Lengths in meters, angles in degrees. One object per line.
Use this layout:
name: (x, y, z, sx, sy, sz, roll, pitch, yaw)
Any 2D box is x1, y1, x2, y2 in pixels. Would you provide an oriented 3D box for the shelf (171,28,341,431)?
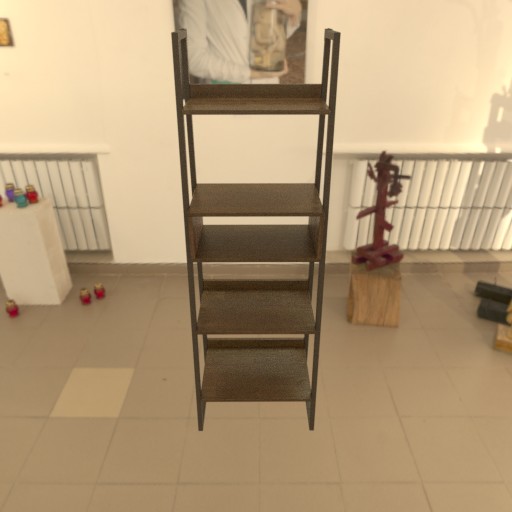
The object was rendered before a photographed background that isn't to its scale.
shelf: (0.000, 0.000, 2.207, 0.652, 2.005, 0.454, 0, 29, 0)
